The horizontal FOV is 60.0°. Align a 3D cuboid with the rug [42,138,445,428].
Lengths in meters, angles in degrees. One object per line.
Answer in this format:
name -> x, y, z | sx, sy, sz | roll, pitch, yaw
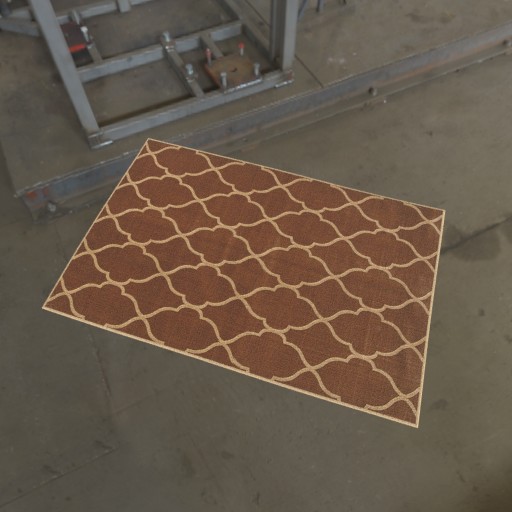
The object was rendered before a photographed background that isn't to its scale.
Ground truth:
rug -> 0.000, 0.000, 2.906 | 2.290, 0.014, 1.526 | 15, 60, 9
